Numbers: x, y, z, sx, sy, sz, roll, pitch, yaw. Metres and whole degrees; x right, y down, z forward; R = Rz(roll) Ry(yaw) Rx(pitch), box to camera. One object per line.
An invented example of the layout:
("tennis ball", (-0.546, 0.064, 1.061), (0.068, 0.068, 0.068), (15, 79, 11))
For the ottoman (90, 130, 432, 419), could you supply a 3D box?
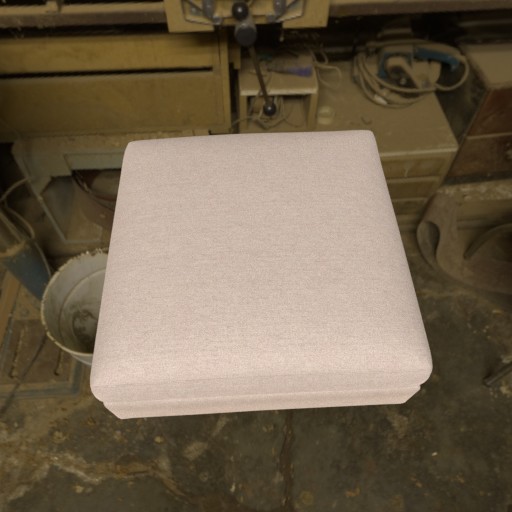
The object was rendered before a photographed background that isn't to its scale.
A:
("ottoman", (0.000, 0.000, 1.650), (1.041, 0.470, 1.041), (-2, 58, -1))
